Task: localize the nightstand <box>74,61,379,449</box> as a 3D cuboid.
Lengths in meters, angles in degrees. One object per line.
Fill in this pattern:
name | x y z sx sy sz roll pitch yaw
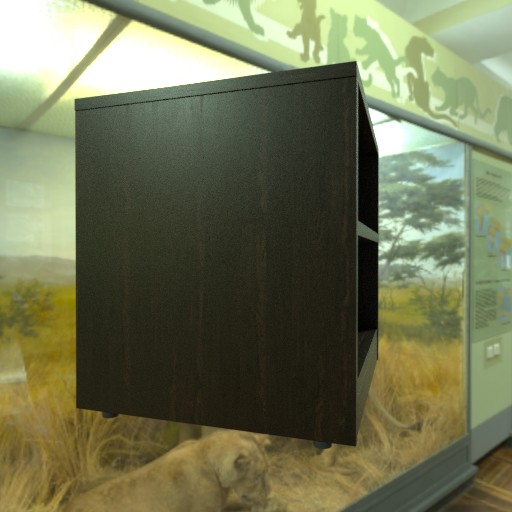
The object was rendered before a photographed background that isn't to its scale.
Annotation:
nightstand | 0.000 0.000 0.849 0.427 0.487 0.489 0 0 19
